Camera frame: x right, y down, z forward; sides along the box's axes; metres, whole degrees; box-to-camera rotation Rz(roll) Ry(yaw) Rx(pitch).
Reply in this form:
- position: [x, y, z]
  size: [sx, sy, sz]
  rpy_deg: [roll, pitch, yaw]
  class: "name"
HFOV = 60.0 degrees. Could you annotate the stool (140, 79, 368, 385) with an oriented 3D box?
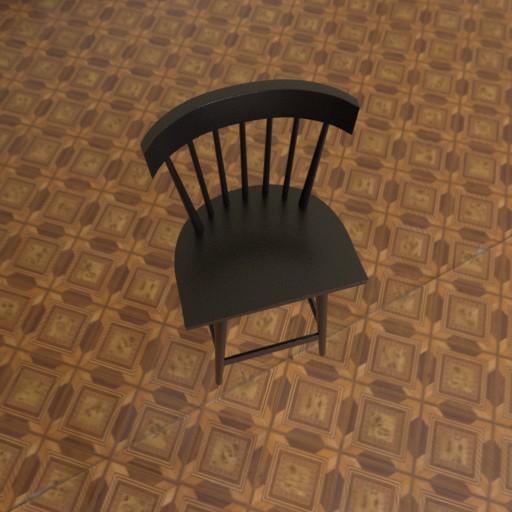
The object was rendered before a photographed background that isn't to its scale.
- position: [0.000, 0.000, 1.355]
  size: [0.482, 1.092, 0.483]
  rpy_deg: [-14, 65, -7]
  class: "stool"
